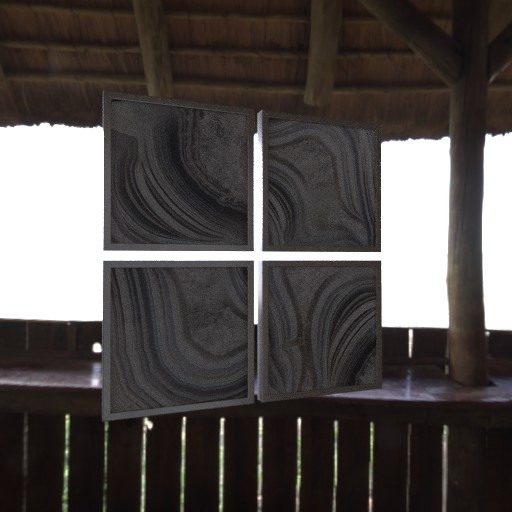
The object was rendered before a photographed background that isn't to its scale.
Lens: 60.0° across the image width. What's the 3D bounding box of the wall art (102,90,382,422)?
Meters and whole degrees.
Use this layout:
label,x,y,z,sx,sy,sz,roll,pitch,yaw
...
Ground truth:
label,x,y,z,sx,sy,sz,roll,pitch,yaw
wall art,0.000,0.000,0.934,0.611,0.611,0.029,0,0,-20
